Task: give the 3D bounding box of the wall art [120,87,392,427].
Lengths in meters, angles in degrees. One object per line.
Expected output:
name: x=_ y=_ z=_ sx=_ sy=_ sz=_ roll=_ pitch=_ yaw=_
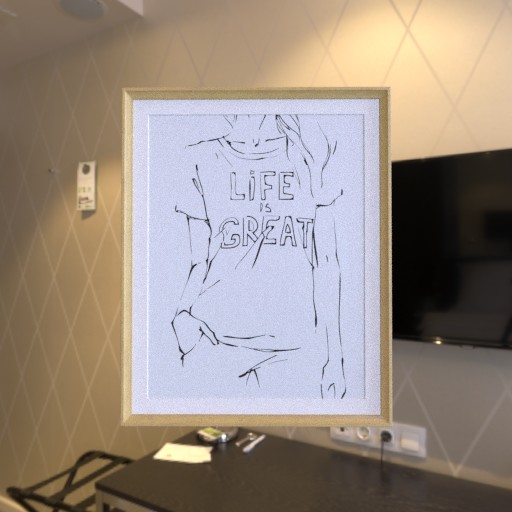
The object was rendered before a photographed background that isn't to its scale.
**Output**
wall art: x=0.000 y=0.000 z=1.323 sx=0.798 sy=1.002 sz=0.030 roll=0 pitch=-1 yaw=0
